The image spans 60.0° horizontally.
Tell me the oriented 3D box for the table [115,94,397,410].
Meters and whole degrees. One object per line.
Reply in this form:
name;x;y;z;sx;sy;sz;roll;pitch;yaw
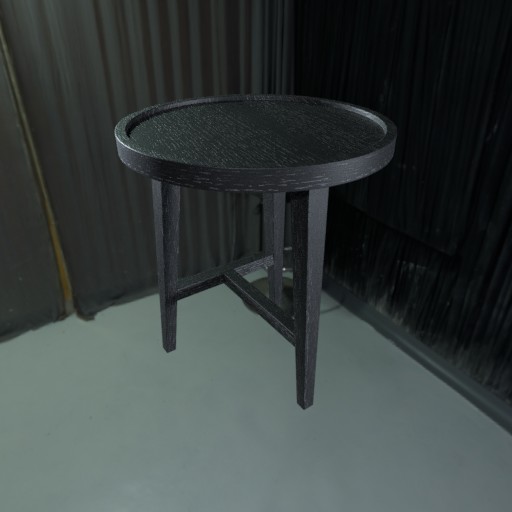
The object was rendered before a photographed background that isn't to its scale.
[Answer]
table;0.000;0.000;0.767;0.399;0.460;0.399;0;31;0
